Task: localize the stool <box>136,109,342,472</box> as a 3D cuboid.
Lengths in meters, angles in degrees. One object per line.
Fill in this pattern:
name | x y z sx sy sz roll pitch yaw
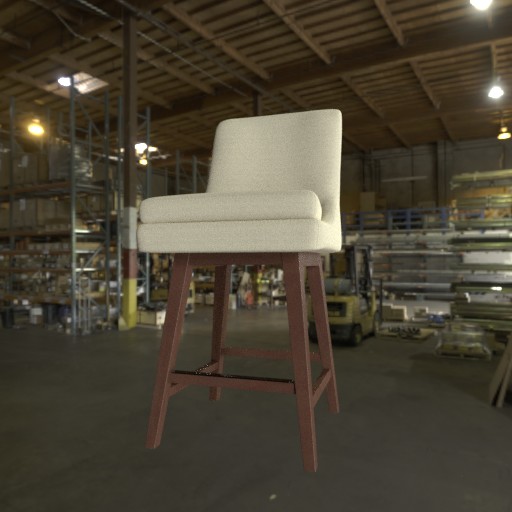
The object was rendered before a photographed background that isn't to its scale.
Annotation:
stool | 0.000 0.000 1.306 0.483 0.991 0.559 0 -1 18
